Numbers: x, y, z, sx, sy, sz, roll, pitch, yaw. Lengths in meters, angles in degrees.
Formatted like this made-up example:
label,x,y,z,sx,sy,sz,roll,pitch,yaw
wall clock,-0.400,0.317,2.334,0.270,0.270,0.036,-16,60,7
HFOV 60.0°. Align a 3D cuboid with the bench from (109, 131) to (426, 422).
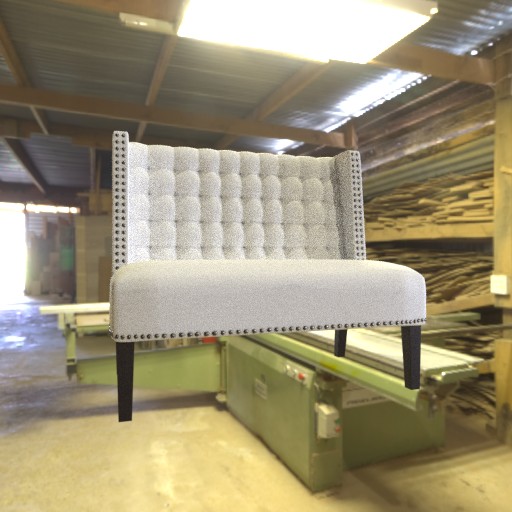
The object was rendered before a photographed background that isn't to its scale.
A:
label,x,y,z,sx,sy,sz,roll,pitch,yaw
bench,0.000,0.000,2.034,1.280,1.123,0.847,0,0,-18
